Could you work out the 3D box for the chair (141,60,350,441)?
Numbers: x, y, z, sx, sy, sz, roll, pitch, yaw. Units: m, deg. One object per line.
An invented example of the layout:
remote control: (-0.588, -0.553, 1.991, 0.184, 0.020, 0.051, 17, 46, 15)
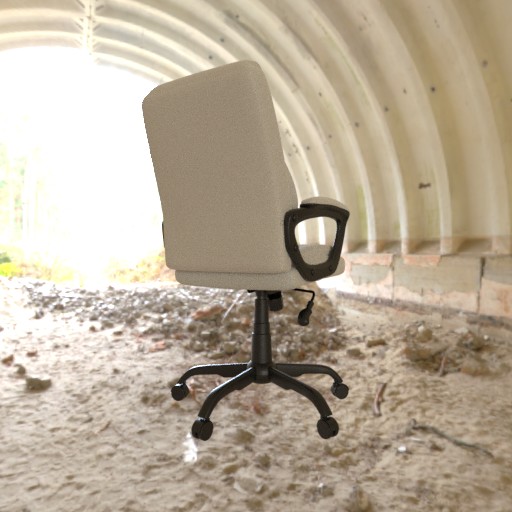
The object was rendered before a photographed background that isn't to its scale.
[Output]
chair: (0.000, 0.000, 1.519, 0.663, 1.065, 0.669, 0, 1, 34)
